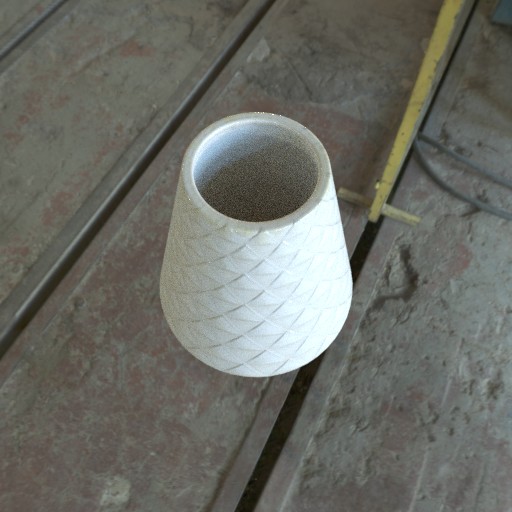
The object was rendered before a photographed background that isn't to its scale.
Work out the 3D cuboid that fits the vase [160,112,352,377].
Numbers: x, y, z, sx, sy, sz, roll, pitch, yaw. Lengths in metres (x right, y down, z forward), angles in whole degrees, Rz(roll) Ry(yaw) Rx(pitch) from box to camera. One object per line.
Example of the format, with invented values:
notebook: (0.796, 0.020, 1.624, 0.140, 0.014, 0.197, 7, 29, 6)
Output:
vase: (0.000, 0.000, 0.362, 0.175, 0.230, 0.175, 0, 63, 0)
